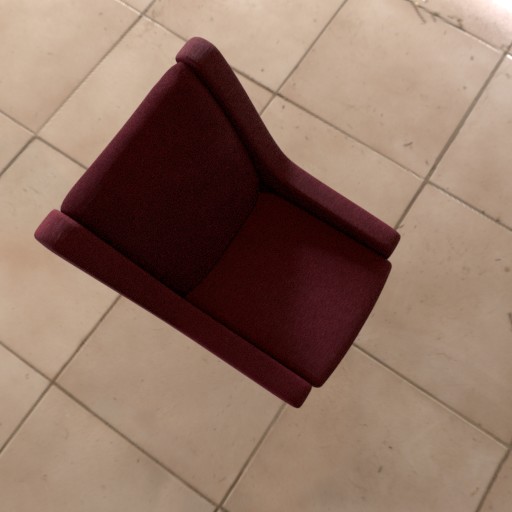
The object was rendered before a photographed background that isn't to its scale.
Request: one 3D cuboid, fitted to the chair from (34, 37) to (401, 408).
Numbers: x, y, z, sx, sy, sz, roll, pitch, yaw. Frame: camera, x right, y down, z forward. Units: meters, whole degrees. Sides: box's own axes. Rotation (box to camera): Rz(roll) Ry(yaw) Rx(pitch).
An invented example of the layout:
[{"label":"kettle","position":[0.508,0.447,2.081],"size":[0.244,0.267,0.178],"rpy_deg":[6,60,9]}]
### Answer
[{"label":"chair","position":[0.000,0.000,1.703],"size":[0.985,1.017,0.793],"rpy_deg":[32,78,8]}]
